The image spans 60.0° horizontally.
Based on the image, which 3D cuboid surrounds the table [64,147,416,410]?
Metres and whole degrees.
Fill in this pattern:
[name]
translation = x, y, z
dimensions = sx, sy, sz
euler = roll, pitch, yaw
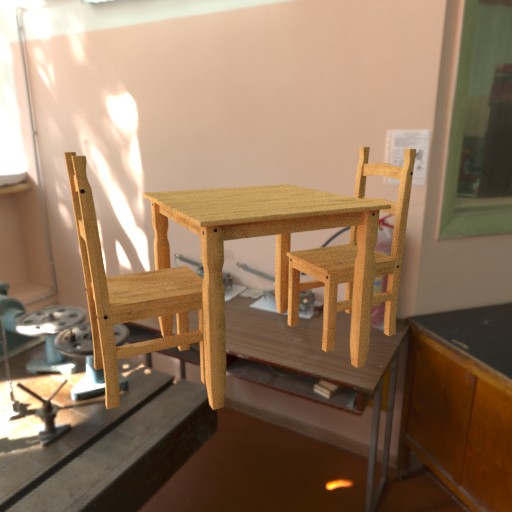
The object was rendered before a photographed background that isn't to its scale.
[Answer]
[table]
translation = 0.000, 0.000, 2.030
dimensions = 1.501, 0.942, 0.813
euler = -8, 17, -26
